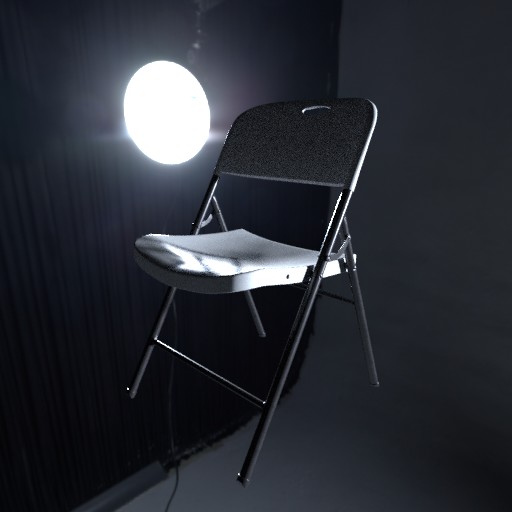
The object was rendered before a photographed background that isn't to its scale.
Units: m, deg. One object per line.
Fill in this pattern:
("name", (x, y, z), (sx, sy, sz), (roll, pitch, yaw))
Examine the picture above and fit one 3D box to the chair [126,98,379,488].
("chair", (0.000, 0.000, 1.177), (0.494, 0.810, 0.566), (15, 22, 43))
